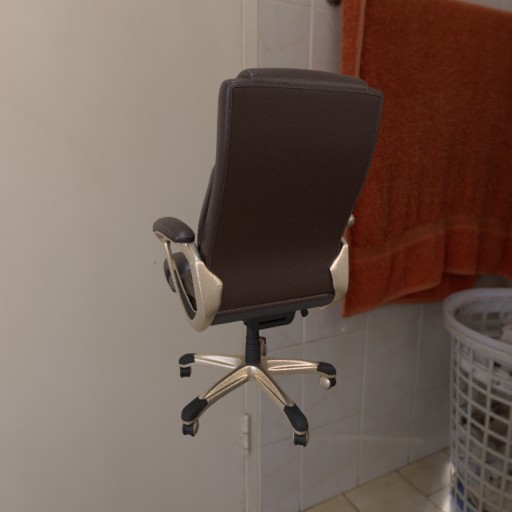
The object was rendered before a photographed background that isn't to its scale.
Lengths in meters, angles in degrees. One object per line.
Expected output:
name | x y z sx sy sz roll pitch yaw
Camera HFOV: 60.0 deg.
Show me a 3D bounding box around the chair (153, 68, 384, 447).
chair | 0.000 0.000 1.638 0.692 1.194 0.749 -6 15 -25
